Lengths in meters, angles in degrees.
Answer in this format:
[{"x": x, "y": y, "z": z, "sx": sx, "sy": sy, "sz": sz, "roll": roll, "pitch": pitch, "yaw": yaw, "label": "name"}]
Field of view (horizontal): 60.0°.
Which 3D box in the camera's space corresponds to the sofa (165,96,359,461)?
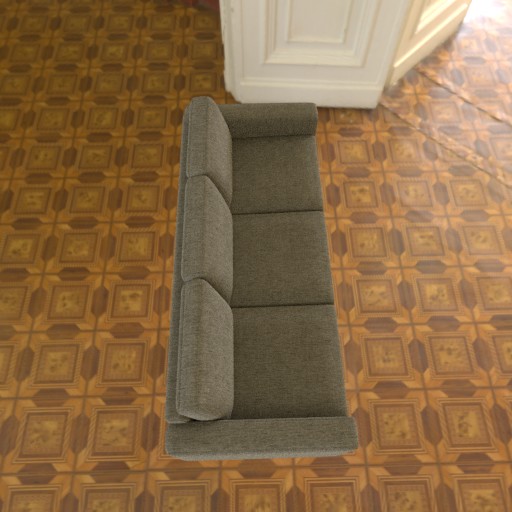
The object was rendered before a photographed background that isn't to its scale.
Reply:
[{"x": 0.000, "y": 0.000, "z": 2.626, "sx": 0.900, "sy": 0.800, "sz": 2.160, "roll": -2, "pitch": 63, "yaw": -1, "label": "sofa"}]
